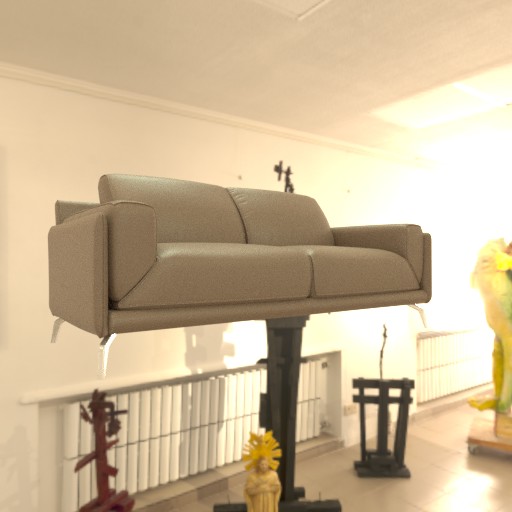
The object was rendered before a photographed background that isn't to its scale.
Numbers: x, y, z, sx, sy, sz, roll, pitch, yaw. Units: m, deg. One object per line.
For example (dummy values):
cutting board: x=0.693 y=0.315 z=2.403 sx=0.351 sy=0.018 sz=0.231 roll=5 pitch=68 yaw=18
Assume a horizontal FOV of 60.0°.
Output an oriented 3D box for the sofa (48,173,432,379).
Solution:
sofa: x=0.000 y=0.000 z=2.558 sx=2.101 sy=0.930 sz=1.049 roll=0 pitch=-1 yaw=-36
